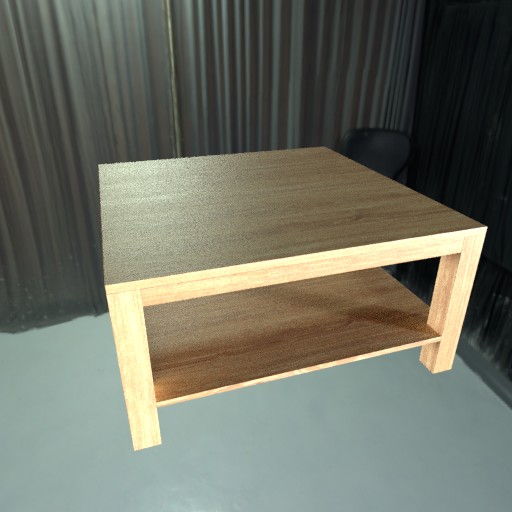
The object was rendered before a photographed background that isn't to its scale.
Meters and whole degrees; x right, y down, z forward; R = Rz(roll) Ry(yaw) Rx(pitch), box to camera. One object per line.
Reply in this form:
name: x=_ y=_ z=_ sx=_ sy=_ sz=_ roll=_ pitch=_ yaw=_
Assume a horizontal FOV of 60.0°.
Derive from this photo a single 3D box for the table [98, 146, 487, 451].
table: x=0.000 y=0.000 z=1.445 sx=0.900 sy=0.450 sz=0.900 roll=-9 pitch=28 yaw=-16
